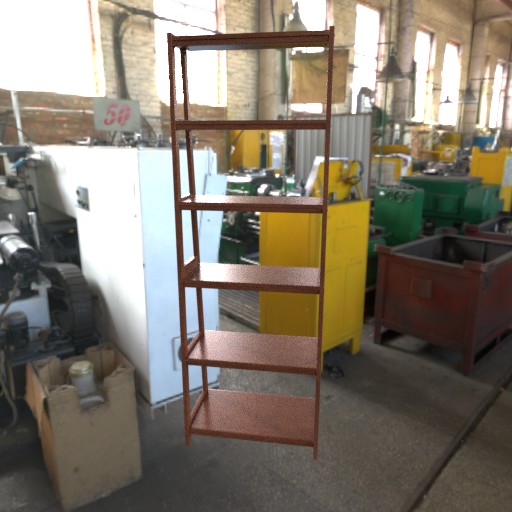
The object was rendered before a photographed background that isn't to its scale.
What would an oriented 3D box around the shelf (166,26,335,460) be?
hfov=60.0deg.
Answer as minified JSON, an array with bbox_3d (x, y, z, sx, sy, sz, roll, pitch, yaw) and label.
[{"bbox_3d":[0.000,0.000,2.117,0.660,1.892,0.382,2,15,9],"label":"shelf"}]
